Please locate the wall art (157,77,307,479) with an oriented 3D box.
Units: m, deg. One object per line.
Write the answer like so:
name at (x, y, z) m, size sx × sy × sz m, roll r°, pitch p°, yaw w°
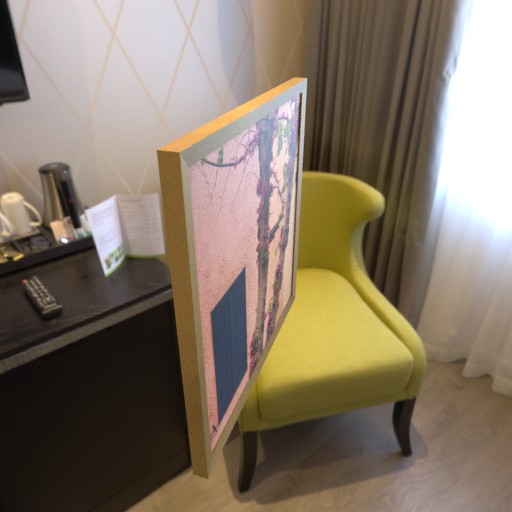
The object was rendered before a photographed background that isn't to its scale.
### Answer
wall art at (0.000, 0.000, 1.144) m, size 0.038 × 0.762 × 0.762 m, roll 10°, pitch 31°, yaw 17°
